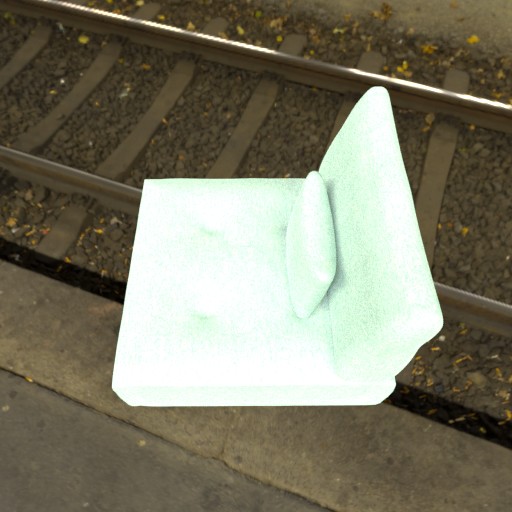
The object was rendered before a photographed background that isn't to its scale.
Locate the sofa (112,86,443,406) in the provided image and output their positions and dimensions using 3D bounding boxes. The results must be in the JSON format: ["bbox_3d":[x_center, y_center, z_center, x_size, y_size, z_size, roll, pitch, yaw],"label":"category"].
[{"bbox_3d":[0.000,0.000,1.666,1.000,0.820,0.930,0,59,0],"label":"sofa"}]
